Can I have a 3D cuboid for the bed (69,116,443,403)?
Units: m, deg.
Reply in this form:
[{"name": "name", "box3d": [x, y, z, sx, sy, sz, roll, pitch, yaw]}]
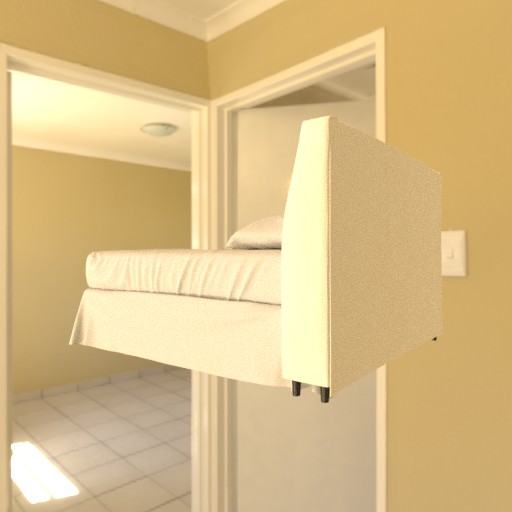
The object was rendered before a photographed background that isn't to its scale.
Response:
[{"name": "bed", "box3d": [0.000, 0.000, 3.413, 2.276, 1.332, 1.925, 0, 1, 37]}]
